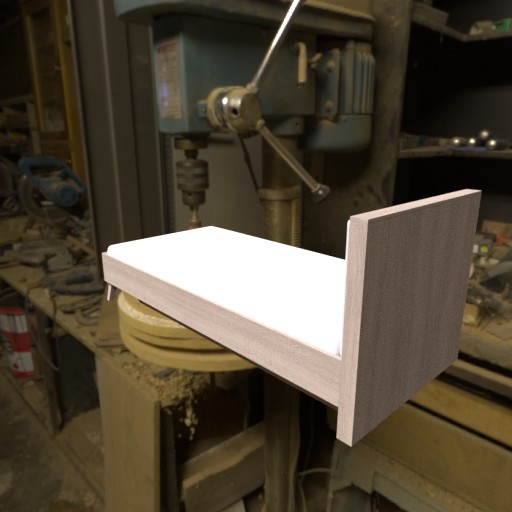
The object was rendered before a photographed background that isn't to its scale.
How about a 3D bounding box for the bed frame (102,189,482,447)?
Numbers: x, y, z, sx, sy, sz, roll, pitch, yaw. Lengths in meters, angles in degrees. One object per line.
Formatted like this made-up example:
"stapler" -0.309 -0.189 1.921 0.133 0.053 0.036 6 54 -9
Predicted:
"bed frame" 0.000 0.000 2.699 0.990 0.920 2.140 -15 22 -41
